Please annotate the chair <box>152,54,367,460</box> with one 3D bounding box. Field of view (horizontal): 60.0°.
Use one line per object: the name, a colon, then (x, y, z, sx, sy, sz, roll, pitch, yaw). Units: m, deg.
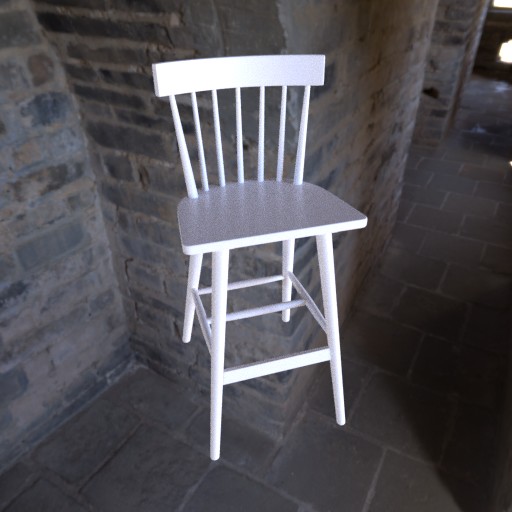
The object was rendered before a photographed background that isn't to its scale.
chair: (0.000, 0.000, 1.370, 0.483, 1.092, 0.572, -9, 34, -14)
